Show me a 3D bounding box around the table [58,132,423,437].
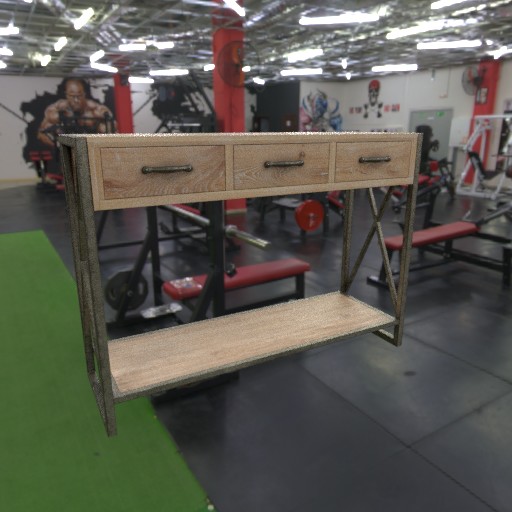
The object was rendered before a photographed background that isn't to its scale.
[{"bbox_3d":[0.000,0.000,1.434,1.059,0.763,0.361,-9,19,-27],"label":"table"}]
